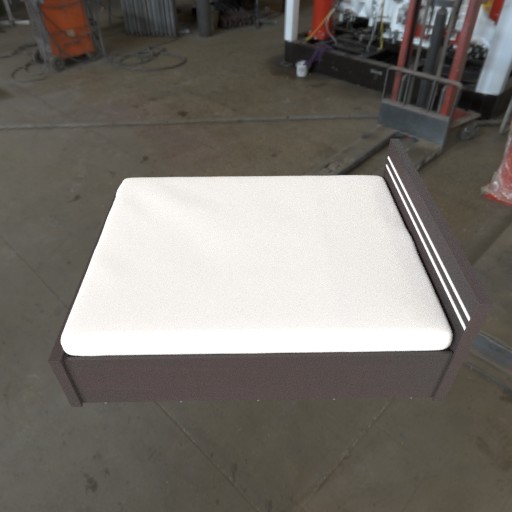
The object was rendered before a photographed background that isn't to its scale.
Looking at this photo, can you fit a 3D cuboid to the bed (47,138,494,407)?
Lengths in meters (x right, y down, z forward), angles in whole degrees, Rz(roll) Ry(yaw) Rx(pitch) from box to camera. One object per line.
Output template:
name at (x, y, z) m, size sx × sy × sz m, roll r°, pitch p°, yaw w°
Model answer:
bed at (0.000, 0.000, 2.853) m, size 2.103 × 0.808 × 1.634 m, roll -1°, pitch 41°, yaw -1°
